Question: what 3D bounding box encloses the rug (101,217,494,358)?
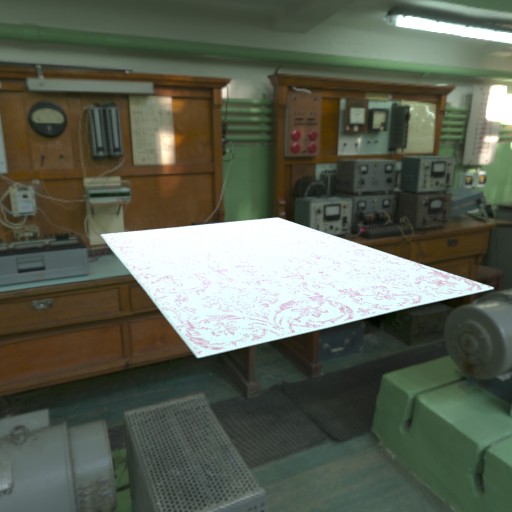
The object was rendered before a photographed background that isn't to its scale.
[{"bbox_3d":[0.000,0.000,2.852,1.598,0.014,2.202,-8,17,-26],"label":"rug"}]
